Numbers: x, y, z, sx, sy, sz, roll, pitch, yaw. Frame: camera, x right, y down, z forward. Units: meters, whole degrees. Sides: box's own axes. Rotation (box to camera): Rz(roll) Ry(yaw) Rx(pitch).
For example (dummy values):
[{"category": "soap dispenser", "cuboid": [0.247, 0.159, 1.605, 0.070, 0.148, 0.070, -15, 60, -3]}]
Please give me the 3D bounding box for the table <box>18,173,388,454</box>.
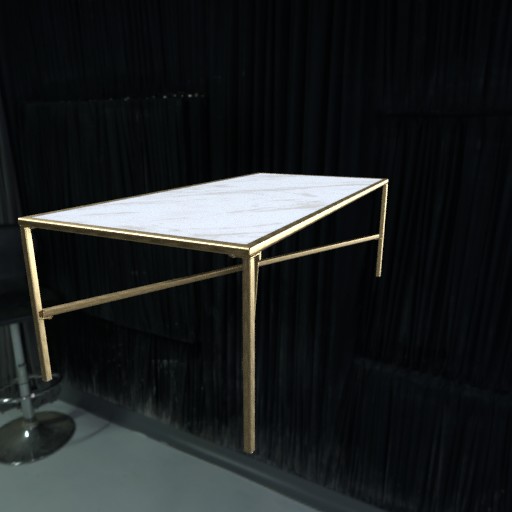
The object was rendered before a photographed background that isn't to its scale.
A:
[{"category": "table", "cuboid": [0.000, 0.000, 1.422, 0.577, 0.405, 1.197, 8, 18, 25]}]
